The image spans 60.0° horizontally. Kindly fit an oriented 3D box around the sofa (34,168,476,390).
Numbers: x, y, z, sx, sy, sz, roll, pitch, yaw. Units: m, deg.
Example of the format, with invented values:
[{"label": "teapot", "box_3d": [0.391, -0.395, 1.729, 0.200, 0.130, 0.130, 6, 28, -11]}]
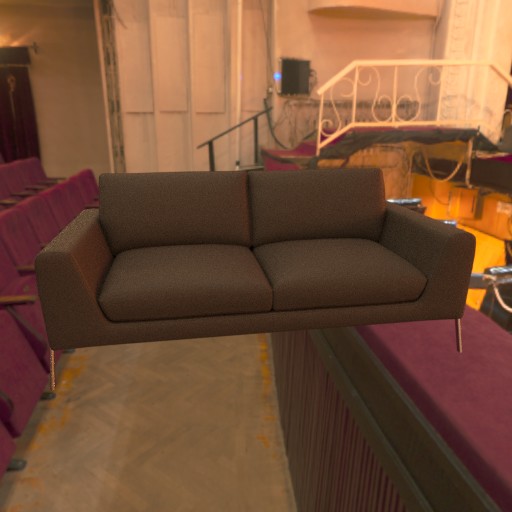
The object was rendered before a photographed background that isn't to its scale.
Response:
[{"label": "sofa", "box_3d": [0.000, 0.000, 2.442, 2.017, 0.875, 0.953, -3, 17, -9]}]
